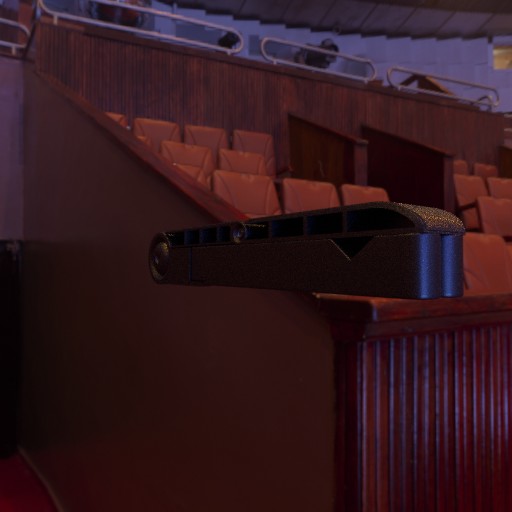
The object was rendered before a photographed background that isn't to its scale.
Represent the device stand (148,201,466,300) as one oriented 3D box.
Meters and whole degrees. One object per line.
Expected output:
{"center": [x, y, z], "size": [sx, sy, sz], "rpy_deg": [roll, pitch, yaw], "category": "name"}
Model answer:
{"center": [0.000, 0.000, 0.196], "size": [0.026, 0.030, 0.179], "rpy_deg": [1, -1, -37], "category": "device stand"}
